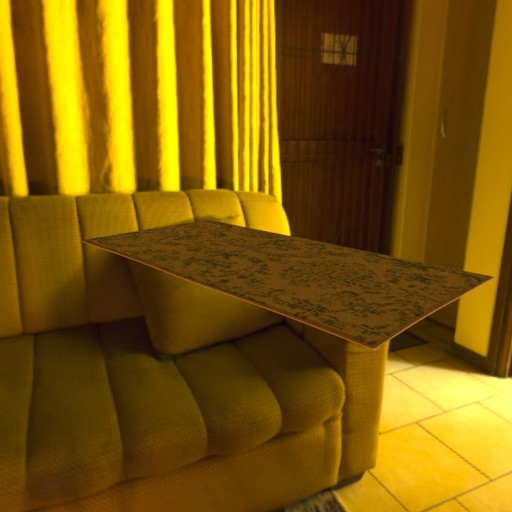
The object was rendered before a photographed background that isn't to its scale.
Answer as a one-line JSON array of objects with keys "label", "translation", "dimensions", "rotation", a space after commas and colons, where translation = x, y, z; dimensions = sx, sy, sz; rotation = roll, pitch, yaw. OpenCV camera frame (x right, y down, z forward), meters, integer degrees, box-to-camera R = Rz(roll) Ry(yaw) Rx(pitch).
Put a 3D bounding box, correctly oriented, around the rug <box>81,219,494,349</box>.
[{"label": "rug", "translation": [0.000, 0.000, 1.411], "dimensions": [0.605, 0.007, 1.220], "rotation": [-14, 21, -43]}]
